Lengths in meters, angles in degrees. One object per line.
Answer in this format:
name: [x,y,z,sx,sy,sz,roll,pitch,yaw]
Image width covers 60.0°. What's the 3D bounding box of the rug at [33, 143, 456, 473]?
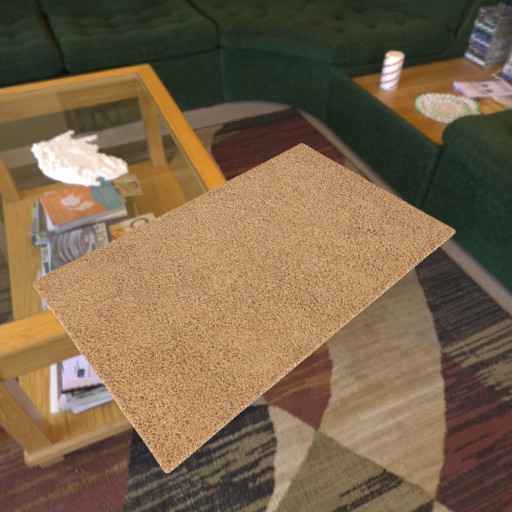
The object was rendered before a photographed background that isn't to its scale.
rug: [0.000,0.000,2.968,2.438,0.030,1.524,-33,54,-27]
